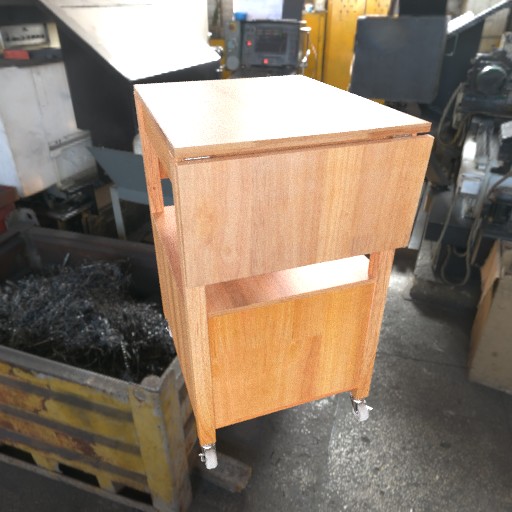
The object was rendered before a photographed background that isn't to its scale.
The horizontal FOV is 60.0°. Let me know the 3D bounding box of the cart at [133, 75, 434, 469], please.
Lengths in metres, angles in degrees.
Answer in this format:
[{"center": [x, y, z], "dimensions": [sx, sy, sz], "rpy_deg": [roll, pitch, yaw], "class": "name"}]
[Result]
[{"center": [0.000, 0.000, 1.242], "dimensions": [0.508, 0.838, 0.640], "rpy_deg": [-10, 32, -17], "class": "cart"}]
